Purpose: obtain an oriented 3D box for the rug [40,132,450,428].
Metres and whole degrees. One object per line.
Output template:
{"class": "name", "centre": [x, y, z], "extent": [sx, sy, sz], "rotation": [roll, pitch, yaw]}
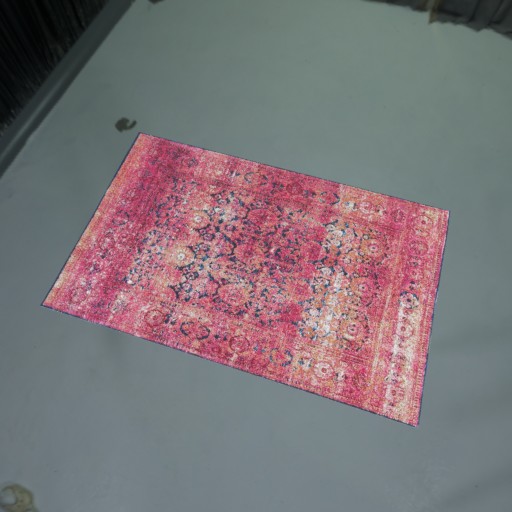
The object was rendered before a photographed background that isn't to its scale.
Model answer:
{"class": "rug", "centre": [0.000, 0.000, 3.020], "extent": [2.449, 0.018, 1.539], "rotation": [16, 64, 8]}
